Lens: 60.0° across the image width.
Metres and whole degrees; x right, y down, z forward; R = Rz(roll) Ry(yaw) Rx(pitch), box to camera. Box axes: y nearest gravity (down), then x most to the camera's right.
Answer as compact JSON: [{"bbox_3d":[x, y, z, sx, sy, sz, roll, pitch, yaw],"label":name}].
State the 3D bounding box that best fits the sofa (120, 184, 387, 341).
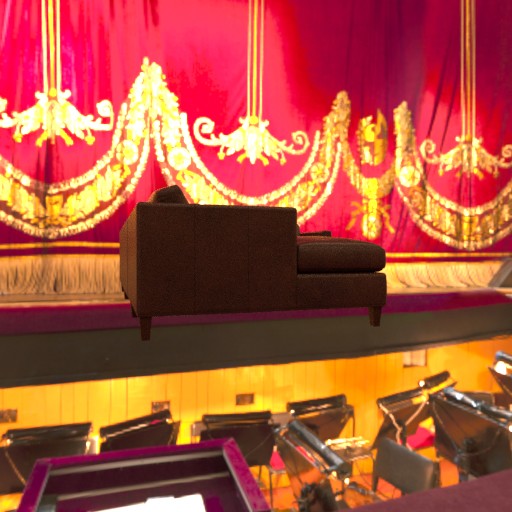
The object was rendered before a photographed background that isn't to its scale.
[{"bbox_3d":[0.000,0.000,4.301,2.452,0.891,3.324,0,0,-19],"label":"sofa"}]
